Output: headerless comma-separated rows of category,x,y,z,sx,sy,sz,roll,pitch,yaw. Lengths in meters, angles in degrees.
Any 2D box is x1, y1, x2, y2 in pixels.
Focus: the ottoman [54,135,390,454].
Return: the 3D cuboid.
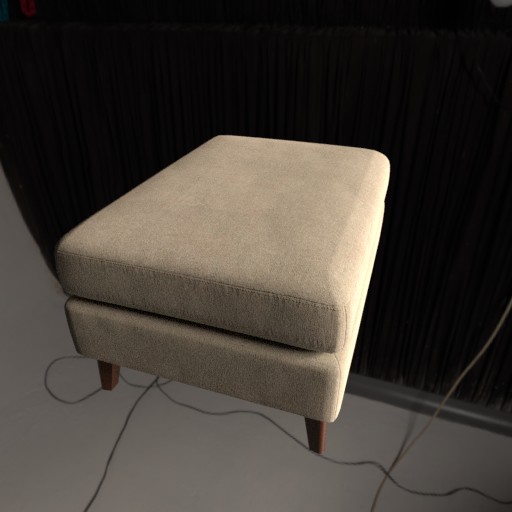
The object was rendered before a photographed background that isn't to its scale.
ottoman,0.000,0.000,1.215,0.610,0.478,0.823,10,32,16
